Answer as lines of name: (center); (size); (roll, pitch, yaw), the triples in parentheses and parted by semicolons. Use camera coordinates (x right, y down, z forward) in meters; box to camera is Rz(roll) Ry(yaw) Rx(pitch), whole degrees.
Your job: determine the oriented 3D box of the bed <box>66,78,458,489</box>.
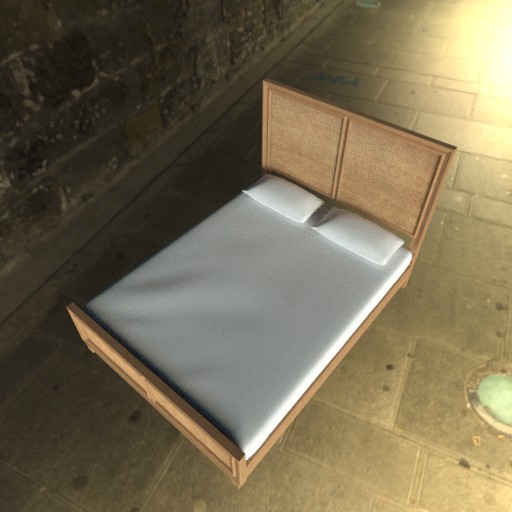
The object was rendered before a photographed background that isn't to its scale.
bed: (0.000, 0.000, 3.171); (1.606, 1.387, 2.184); (31, 53, 27)
